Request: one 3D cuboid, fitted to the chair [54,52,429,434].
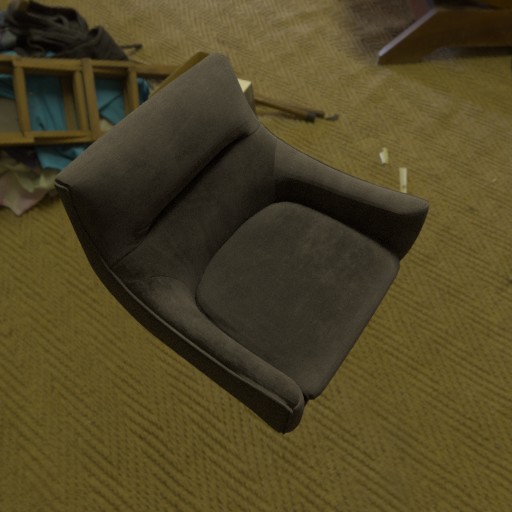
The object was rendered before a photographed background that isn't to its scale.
[{"bbox_3d":[0.000,0.000,1.395,0.787,0.838,0.762,31,63,18],"label":"chair"}]
